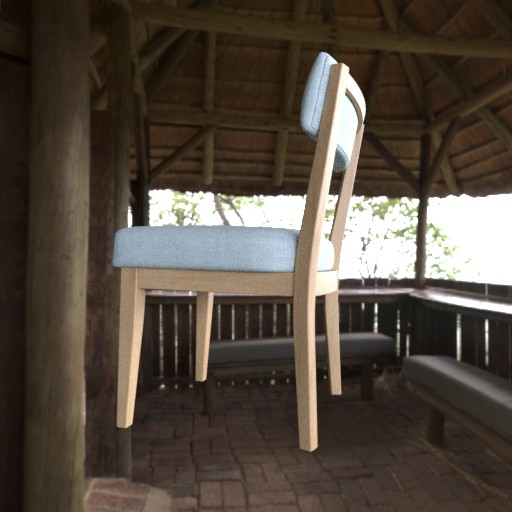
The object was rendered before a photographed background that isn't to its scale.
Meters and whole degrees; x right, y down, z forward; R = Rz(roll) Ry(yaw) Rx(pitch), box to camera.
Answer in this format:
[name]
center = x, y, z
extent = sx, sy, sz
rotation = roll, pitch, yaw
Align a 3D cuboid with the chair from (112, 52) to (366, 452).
[chair]
center = 0.000, 0.000, 1.191
extent = 0.572, 0.832, 0.508
rotation = 0, -1, 18
